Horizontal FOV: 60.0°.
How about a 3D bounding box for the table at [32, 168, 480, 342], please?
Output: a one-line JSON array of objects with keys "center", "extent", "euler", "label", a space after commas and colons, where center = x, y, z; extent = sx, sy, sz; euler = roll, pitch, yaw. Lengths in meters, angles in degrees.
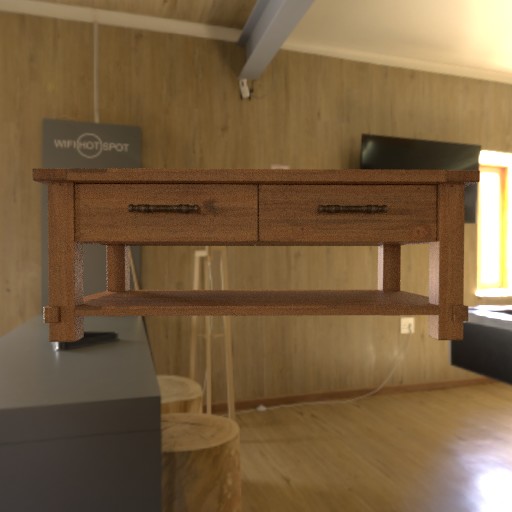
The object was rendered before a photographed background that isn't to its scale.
[{"center": [0.000, 0.000, 1.595], "extent": [1.270, 0.494, 0.693], "euler": [0, 0, -1], "label": "table"}]
